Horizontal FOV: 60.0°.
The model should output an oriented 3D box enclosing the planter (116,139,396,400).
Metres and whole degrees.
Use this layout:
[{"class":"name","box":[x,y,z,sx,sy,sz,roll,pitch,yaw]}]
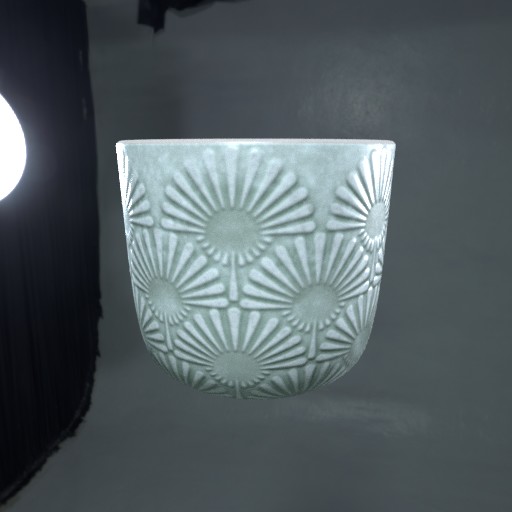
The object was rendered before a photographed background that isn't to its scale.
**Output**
[{"class":"planter","box":[0.000,0.000,0.218,0.124,0.109,0.124,0,14,0]}]
